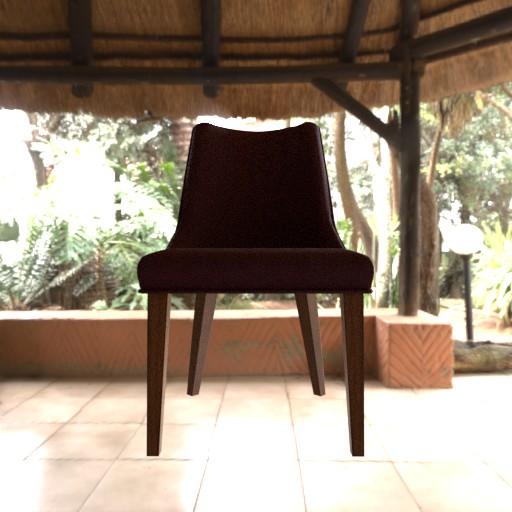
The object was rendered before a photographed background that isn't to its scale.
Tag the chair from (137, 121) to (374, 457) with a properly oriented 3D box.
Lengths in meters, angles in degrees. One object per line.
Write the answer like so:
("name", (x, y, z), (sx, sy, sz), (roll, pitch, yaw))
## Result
("chair", (0.000, 0.000, 1.325), (0.548, 0.916, 0.638), (0, 1, 0))
